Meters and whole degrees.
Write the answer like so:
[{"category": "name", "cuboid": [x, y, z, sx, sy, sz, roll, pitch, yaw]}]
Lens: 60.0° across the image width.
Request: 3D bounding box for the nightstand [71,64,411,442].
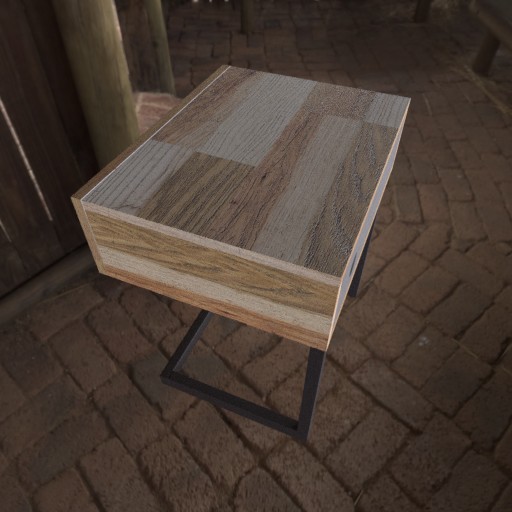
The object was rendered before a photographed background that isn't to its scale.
[{"category": "nightstand", "cuboid": [0.000, 0.000, 1.055, 0.481, 0.632, 0.558, 17, 48, 16]}]
